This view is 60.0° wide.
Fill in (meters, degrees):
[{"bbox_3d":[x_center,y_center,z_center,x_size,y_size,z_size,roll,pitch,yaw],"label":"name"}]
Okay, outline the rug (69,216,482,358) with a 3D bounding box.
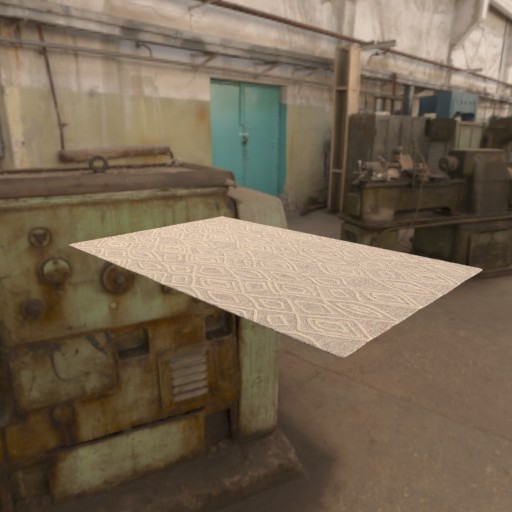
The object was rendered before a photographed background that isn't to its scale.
[{"bbox_3d":[0.000,0.000,3.034,2.442,0.010,1.546,15,22,42],"label":"rug"}]
